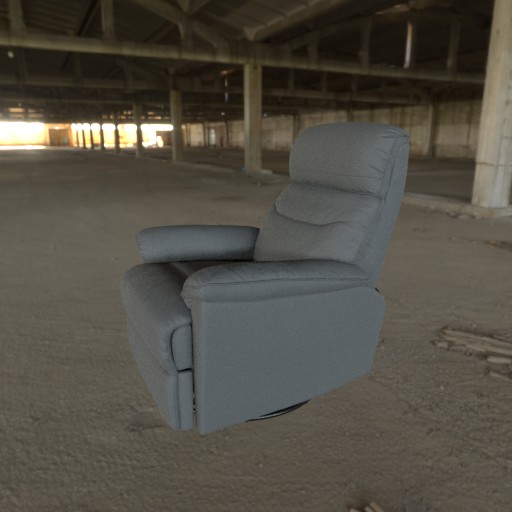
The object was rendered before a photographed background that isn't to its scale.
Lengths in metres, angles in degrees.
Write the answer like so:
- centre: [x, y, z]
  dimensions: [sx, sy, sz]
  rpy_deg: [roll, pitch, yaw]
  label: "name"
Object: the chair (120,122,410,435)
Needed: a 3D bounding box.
- centre: [0.000, 0.000, 1.771]
  dimensions: [1.004, 1.037, 0.820]
  rpy_deg: [-7, 17, -26]
  label: "chair"
